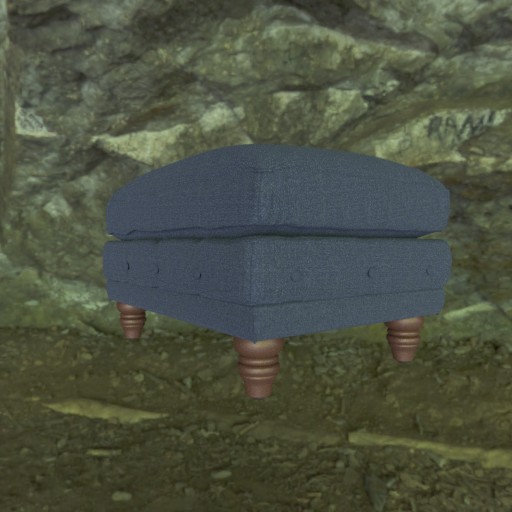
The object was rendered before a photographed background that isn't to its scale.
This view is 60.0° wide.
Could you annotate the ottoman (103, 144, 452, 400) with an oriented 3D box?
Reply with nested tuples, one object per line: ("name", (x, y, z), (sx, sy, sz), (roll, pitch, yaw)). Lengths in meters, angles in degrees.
("ottoman", (0.000, 0.000, 1.141), (0.558, 0.486, 0.767), (-1, 1, -36))
